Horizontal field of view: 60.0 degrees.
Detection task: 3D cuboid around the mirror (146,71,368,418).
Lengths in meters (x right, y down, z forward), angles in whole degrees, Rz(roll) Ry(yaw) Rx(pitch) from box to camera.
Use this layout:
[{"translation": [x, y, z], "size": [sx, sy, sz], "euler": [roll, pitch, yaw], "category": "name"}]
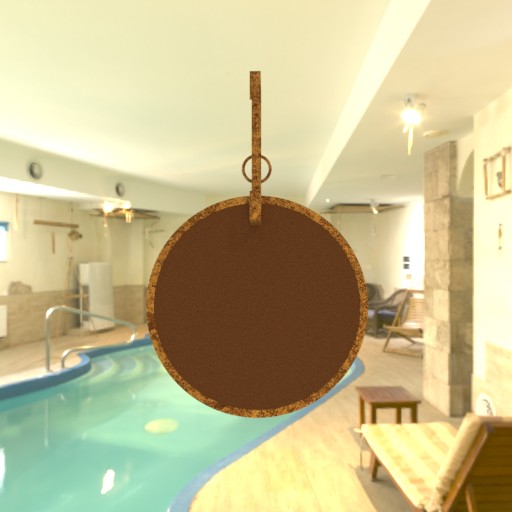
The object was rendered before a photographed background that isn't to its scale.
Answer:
[{"translation": [0.000, 0.000, 0.844], "size": [0.447, 0.651, 0.144], "euler": [0, 0, 1], "category": "mirror"}]
